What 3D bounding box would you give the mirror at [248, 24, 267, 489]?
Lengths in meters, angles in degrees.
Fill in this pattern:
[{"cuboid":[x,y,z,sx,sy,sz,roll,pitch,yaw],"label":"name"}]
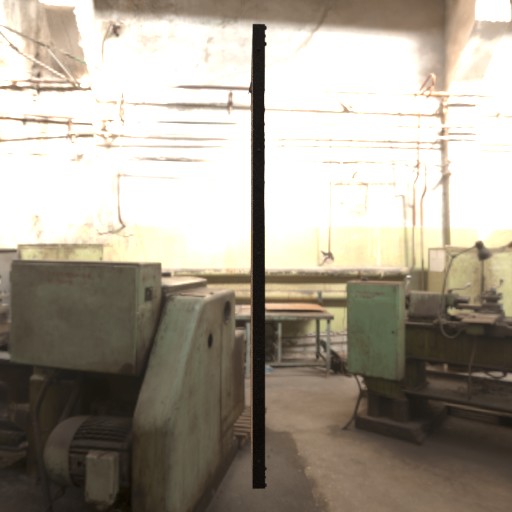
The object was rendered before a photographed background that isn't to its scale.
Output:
[{"cuboid":[0.000,0.000,1.198,0.042,1.080,0.354,0,-1,-1],"label":"mirror"}]
